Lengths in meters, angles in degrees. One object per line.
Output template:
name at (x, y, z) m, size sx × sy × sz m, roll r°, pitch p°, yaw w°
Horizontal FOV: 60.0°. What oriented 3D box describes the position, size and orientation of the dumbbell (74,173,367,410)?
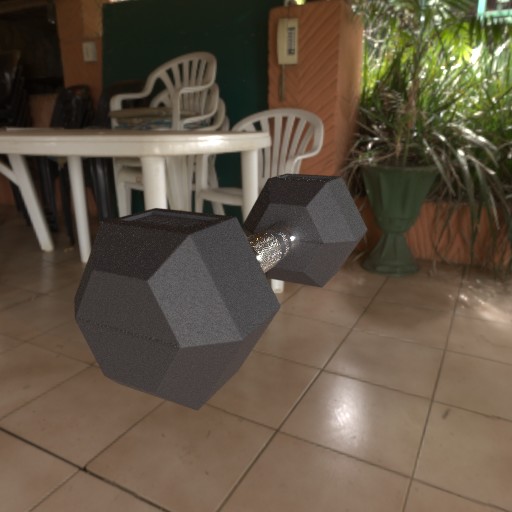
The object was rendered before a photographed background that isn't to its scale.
dumbbell at (0.000, 0.000, 0.352) m, size 0.116 × 0.101 × 0.297 m, roll 8°, pitch 19°, yaw 26°
